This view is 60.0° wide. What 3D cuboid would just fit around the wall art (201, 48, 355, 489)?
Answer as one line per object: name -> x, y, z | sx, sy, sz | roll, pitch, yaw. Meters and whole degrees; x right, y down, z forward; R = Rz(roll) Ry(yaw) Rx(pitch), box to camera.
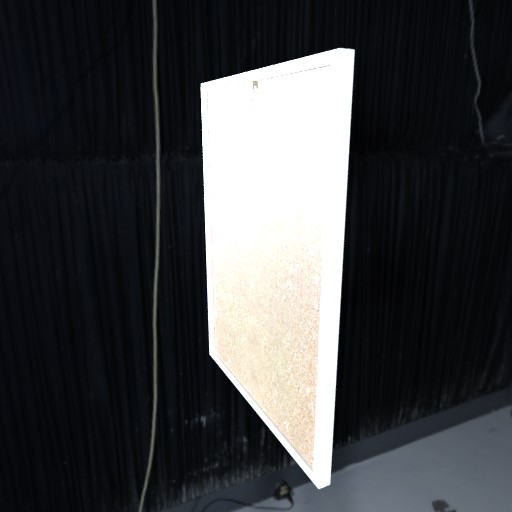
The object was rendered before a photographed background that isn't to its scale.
wall art -> 0.000, 0.000, 1.365 | 0.042, 1.056, 0.805 | -8, 18, -25
